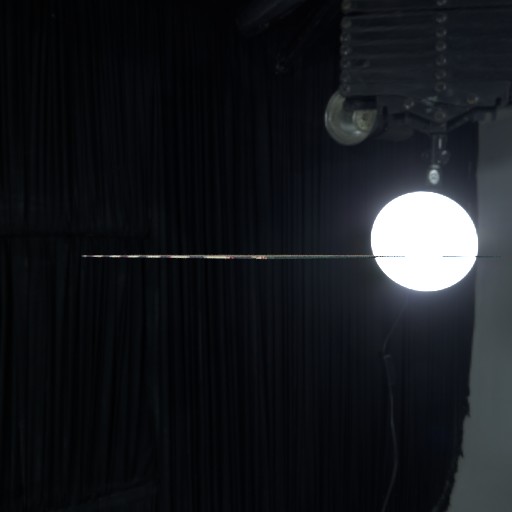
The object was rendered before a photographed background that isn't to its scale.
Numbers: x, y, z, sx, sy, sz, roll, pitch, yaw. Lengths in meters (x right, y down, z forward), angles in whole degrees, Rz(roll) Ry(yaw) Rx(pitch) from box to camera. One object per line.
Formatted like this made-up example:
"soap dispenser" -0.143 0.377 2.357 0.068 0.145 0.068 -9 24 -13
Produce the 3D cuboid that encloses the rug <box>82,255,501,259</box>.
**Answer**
"rug" 0.000 0.000 2.800 1.522 0.010 2.311 0 0 -36
